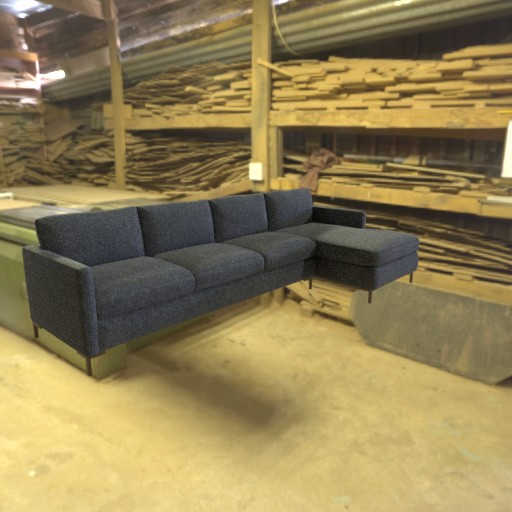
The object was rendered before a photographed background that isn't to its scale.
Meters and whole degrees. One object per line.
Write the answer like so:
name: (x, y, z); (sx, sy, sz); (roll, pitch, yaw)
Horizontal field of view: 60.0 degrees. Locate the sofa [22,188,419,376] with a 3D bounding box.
sofa: (0.000, 0.000, 3.389); (1.350, 0.810, 2.932); (13, 19, 42)
